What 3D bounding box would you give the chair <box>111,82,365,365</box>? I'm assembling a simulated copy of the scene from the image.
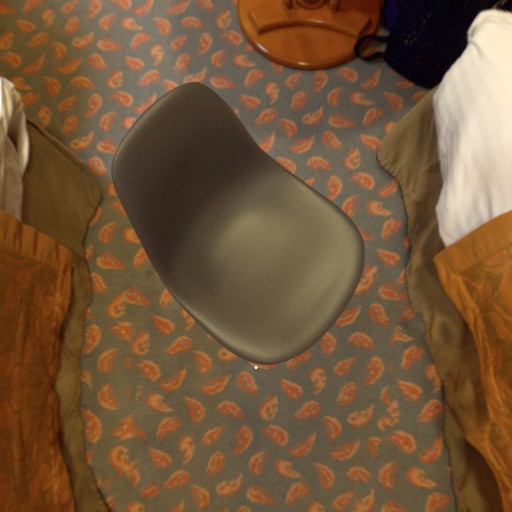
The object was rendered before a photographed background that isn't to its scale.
[{"bbox_3d":[0.000,0.000,1.171,0.533,0.825,0.470,38,79,9],"label":"chair"}]
